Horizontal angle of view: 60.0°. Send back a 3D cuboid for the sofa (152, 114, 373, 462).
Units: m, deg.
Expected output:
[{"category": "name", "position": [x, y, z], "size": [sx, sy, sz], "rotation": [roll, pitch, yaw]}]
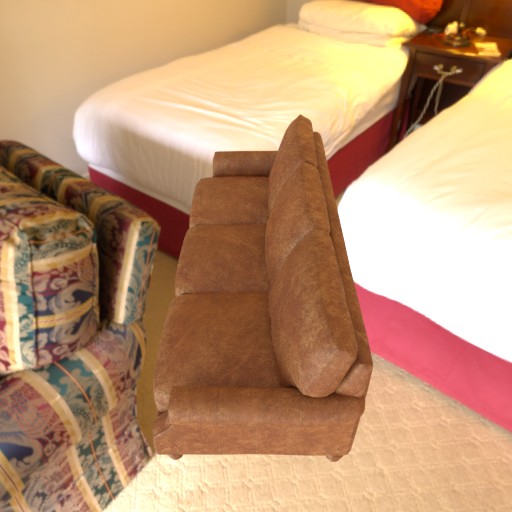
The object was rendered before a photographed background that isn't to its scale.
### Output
[{"category": "sofa", "position": [0.000, 0.000, 2.766], "size": [0.973, 0.977, 2.351], "rotation": [0, 40, 1]}]
